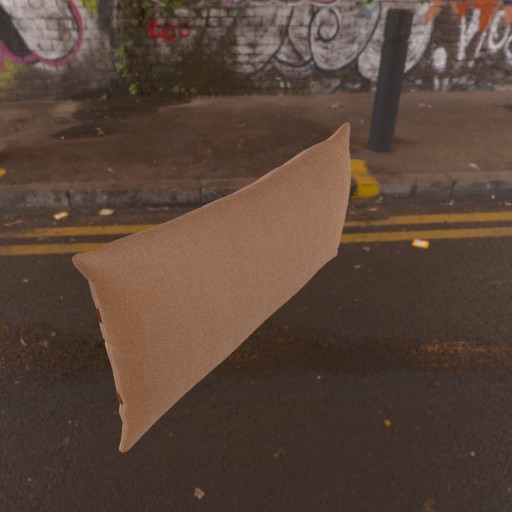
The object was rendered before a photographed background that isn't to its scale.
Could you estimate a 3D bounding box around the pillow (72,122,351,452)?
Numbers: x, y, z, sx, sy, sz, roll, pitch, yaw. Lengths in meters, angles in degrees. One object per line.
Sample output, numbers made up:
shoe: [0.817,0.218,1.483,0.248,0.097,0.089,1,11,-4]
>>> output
pillow: [0.000,0.000,0.716,0.148,0.308,0.612,21,38,30]
